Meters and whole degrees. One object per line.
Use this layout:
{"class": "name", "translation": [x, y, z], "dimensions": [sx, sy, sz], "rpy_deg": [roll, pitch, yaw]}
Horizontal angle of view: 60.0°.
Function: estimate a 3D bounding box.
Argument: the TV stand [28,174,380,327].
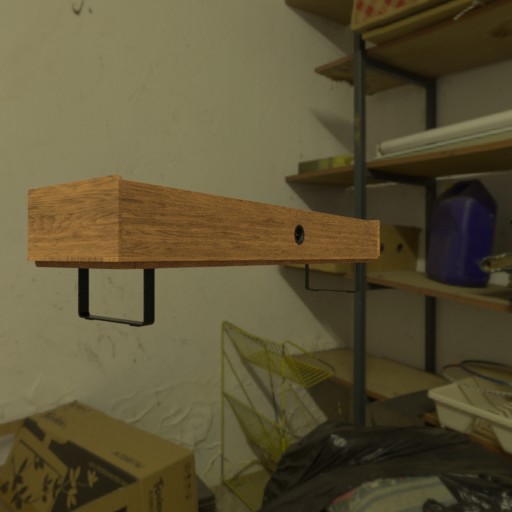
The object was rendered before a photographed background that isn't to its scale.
{"class": "TV stand", "translation": [0.000, 0.000, 1.981], "dimensions": [0.467, 0.415, 1.796], "rpy_deg": [0, 0, 36]}
